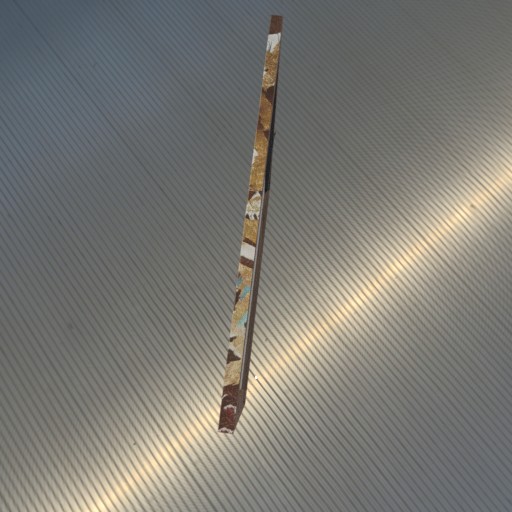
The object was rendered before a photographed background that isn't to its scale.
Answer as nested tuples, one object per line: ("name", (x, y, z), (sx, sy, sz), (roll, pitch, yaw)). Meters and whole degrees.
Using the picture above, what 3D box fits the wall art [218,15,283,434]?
("wall art", (0.000, 0.000, 1.121), (0.028, 0.762, 0.757), (6, 75, 2))
